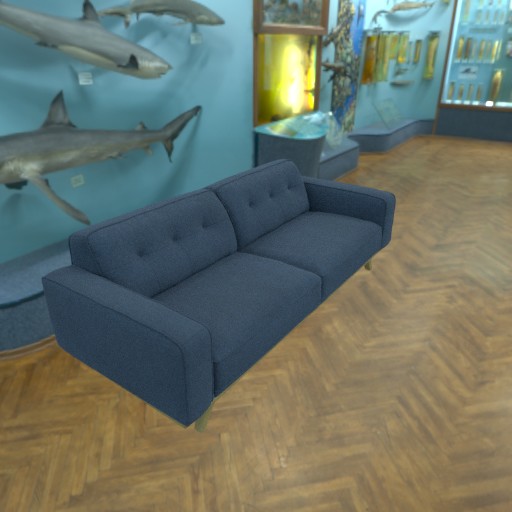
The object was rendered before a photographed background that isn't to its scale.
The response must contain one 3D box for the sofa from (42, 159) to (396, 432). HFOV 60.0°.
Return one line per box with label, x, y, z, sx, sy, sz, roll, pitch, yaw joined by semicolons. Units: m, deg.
sofa;0.000;0.000;2.746;0.953;0.782;2.270;17;31;32
